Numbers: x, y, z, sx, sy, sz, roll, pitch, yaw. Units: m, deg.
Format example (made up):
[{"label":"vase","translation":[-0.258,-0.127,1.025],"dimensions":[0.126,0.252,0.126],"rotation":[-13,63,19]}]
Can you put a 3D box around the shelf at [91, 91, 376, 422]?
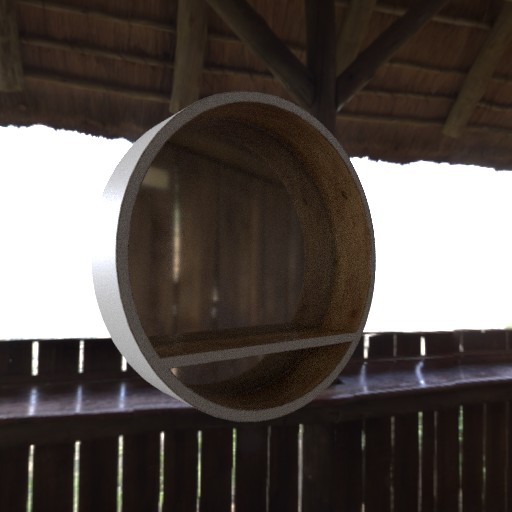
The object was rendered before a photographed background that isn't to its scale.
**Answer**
[{"label":"shelf","translation":[0.000,0.000,1.166],"dimensions":[0.806,0.807,0.158],"rotation":[1,-2,-37]}]
